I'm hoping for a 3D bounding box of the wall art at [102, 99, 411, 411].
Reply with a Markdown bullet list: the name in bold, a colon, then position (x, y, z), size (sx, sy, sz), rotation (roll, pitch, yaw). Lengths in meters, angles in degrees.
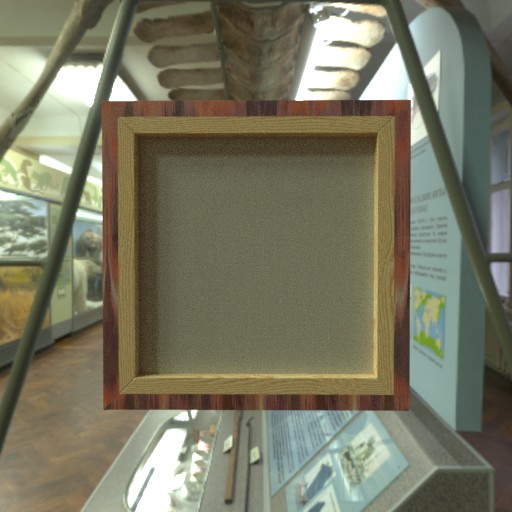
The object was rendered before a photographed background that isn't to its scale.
- **wall art**: position (0.000, 0.000, 0.599), size (0.403, 0.406, 0.038), rotation (0, 1, 1)
